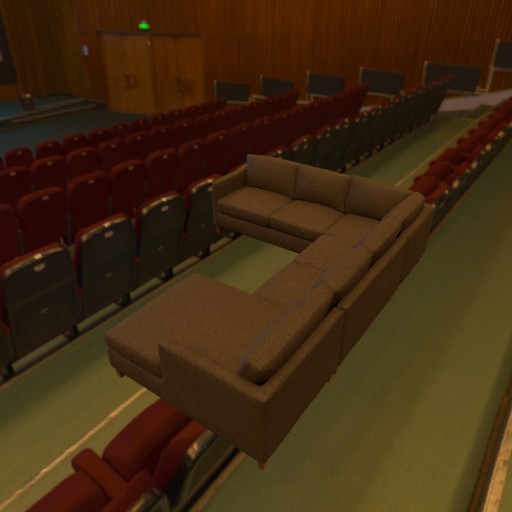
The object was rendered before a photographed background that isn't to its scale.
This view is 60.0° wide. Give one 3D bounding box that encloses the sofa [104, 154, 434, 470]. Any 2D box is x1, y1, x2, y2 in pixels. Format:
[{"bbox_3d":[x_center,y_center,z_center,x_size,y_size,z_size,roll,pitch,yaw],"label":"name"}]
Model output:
[{"bbox_3d":[0.000,0.000,4.592,2.594,0.961,3.460,20,37,30],"label":"sofa"}]
